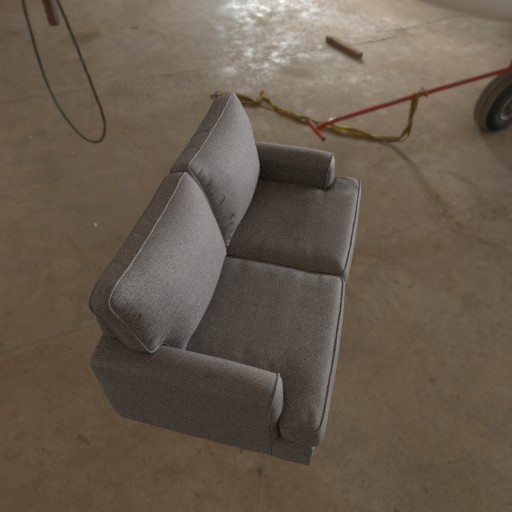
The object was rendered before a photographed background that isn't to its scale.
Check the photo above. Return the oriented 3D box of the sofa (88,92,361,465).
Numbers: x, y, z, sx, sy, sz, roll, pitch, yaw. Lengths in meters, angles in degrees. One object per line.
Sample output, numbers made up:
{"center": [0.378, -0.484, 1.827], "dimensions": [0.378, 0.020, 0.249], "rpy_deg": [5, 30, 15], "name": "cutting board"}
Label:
{"center": [0.000, 0.000, 2.243], "dimensions": [0.965, 0.965, 1.651], "rpy_deg": [11, 48, 10], "name": "sofa"}
